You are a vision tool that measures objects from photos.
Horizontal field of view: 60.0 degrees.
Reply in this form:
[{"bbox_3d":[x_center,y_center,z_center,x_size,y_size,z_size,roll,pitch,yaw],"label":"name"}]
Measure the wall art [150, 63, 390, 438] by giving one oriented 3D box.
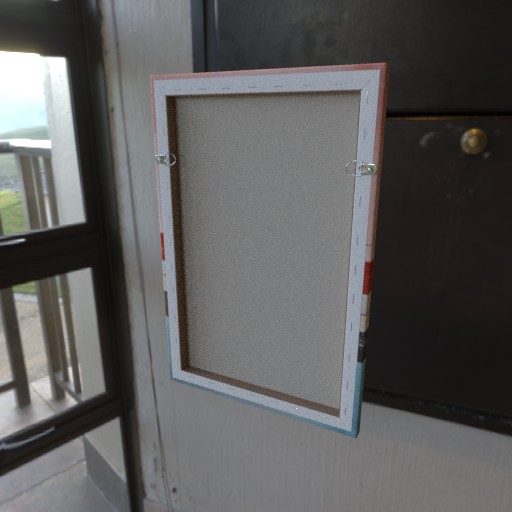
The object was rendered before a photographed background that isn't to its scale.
[{"bbox_3d":[0.000,0.000,1.179,0.610,0.914,0.038,8,19,26],"label":"wall art"}]
